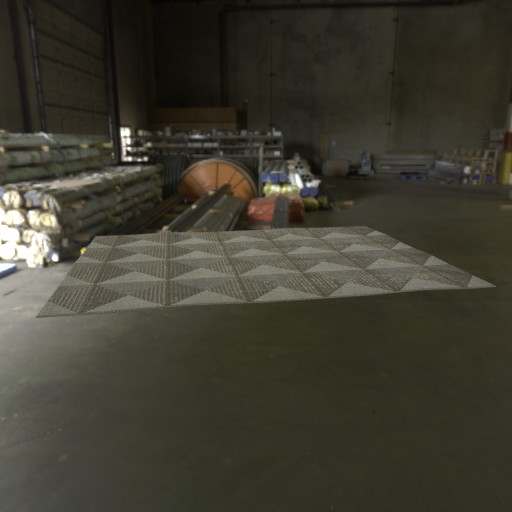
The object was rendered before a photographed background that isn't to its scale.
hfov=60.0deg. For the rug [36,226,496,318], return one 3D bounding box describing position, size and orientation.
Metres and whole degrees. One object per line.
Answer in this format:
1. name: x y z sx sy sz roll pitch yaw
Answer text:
1. rug: 0.000 0.000 4.288 3.333 0.027 2.428 -3 15 -10
